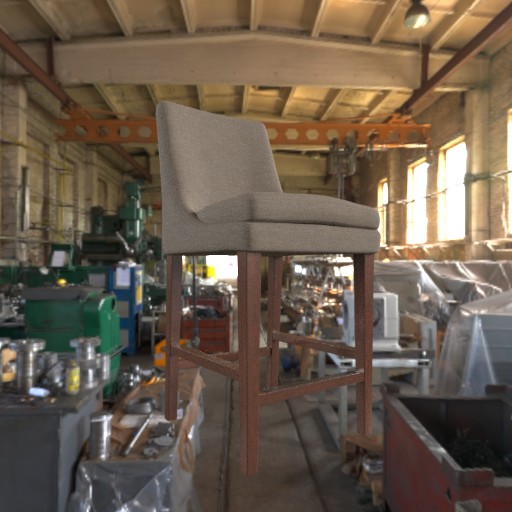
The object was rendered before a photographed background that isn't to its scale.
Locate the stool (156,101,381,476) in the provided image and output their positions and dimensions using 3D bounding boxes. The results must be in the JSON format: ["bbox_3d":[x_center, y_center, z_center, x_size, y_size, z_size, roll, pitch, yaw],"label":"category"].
[{"bbox_3d":[0.000,0.000,1.312,0.470,0.981,0.577,0,-1,-36],"label":"stool"}]
